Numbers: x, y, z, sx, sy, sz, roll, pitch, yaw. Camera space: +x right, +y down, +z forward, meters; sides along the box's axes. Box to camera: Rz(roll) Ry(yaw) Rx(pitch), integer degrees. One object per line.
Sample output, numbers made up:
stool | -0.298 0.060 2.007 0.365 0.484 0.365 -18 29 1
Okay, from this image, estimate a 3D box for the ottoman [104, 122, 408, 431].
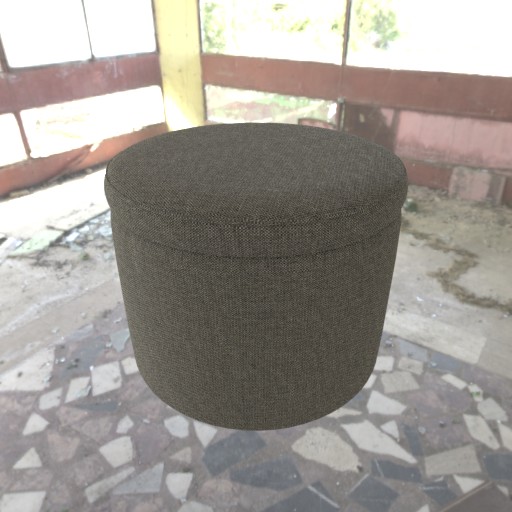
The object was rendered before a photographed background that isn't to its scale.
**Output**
ottoman | 0.000 0.000 0.873 0.520 0.430 0.520 0 30 0
